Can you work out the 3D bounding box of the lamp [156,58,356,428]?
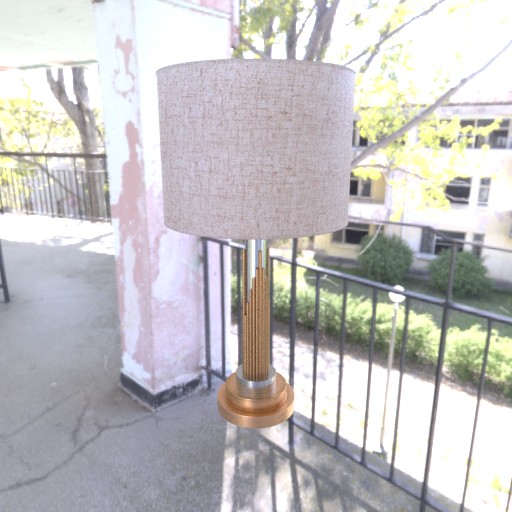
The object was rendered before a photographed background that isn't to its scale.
[{"bbox_3d":[0.000,0.000,0.802,0.321,0.610,0.321,14,20,43],"label":"lamp"}]
